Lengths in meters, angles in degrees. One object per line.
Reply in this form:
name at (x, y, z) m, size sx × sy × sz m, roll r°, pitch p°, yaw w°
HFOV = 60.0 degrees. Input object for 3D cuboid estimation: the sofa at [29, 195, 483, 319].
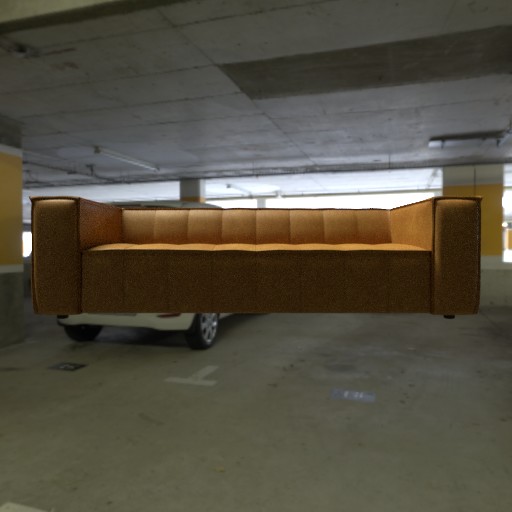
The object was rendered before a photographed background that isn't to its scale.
sofa at (0.000, 0.000, 2.985) m, size 2.581 × 0.701 × 1.102 m, roll 0°, pitch 1°, yaw 0°
